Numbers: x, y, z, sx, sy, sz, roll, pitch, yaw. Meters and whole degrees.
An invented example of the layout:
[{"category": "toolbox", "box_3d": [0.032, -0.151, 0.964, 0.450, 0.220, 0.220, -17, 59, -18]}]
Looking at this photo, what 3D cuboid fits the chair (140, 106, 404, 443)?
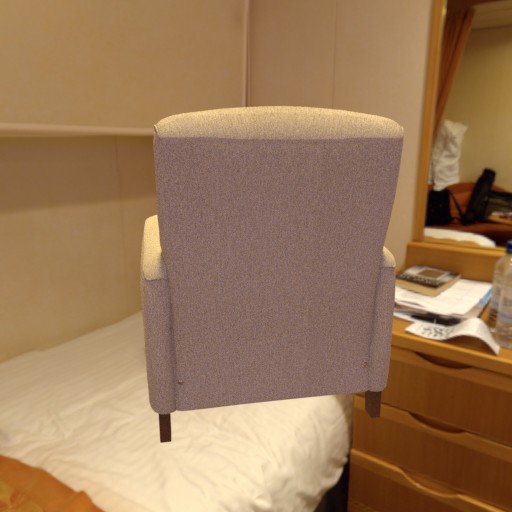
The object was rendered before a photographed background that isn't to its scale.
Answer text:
[{"category": "chair", "box_3d": [0.000, 0.000, 1.672, 0.848, 1.014, 0.864, -3, 15, -10]}]
